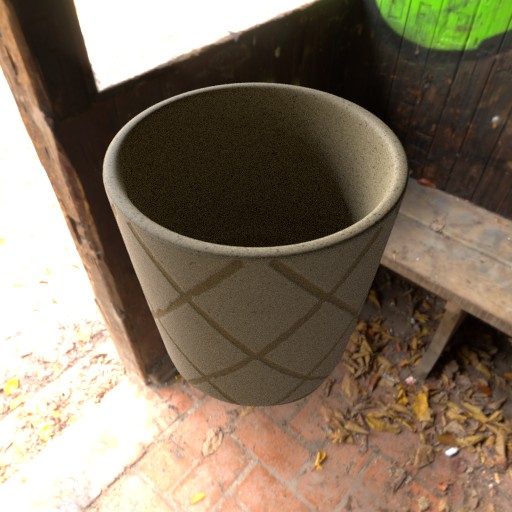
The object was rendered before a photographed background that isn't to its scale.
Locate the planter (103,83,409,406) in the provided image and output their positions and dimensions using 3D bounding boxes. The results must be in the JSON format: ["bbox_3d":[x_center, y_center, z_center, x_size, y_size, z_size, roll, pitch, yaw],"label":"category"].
[{"bbox_3d":[0.000,0.000,0.421,0.228,0.235,0.228,0,46,0],"label":"planter"}]
